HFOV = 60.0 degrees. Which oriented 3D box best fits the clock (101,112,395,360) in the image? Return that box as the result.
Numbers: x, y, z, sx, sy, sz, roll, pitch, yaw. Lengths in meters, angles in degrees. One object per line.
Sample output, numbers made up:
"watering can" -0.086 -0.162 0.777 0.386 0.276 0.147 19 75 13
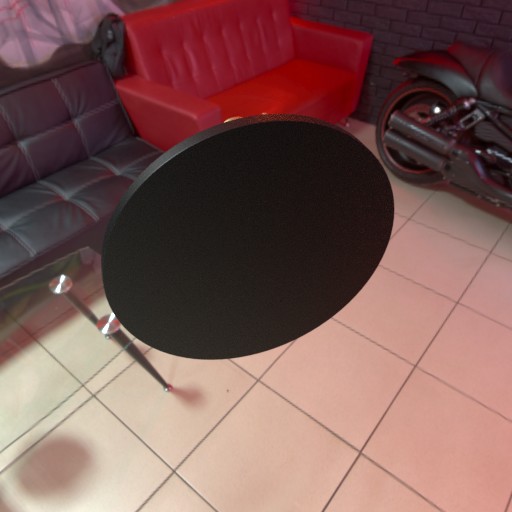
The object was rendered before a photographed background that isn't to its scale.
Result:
"clock" 0.000 0.000 0.687 0.454 0.454 0.038 -12 43 -13
